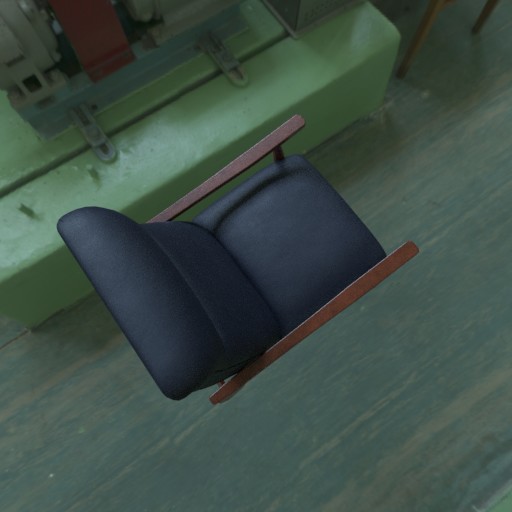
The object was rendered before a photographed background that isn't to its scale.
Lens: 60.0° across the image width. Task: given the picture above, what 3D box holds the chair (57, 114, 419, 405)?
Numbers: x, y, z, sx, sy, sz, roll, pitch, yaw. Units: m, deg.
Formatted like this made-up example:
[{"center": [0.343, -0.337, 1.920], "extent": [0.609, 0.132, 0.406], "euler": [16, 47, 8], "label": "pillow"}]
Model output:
[{"center": [0.000, 0.000, 1.783], "extent": [1.014, 1.082, 0.762], "euler": [-35, 76, -10], "label": "chair"}]
